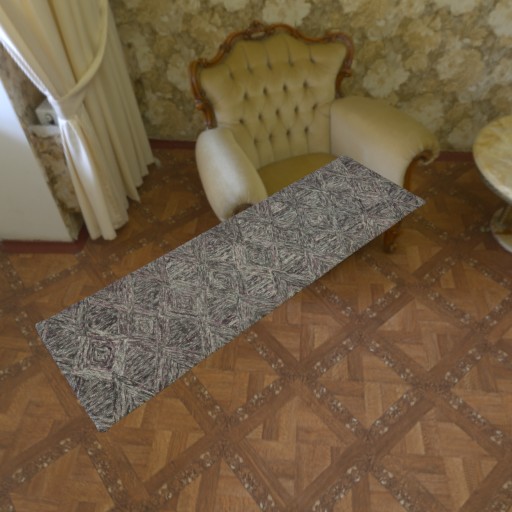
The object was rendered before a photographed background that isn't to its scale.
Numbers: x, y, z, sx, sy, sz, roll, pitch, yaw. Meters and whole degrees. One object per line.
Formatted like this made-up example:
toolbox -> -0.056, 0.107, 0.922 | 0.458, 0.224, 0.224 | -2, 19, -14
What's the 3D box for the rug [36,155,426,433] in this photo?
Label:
rug -> 0.000, 0.000, 2.537 | 2.305, 0.013, 0.719 | -32, 54, -27
